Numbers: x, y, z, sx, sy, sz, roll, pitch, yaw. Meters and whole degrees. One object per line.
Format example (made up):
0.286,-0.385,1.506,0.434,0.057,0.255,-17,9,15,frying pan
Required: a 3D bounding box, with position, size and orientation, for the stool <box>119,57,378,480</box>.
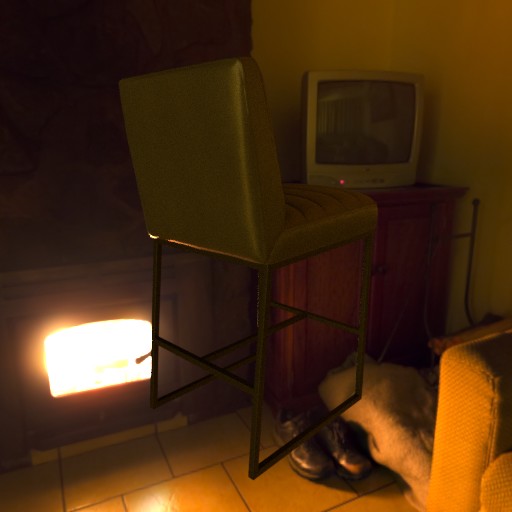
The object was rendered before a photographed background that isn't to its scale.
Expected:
0.000,0.000,1.249,0.457,0.938,0.552,13,19,42,stool
